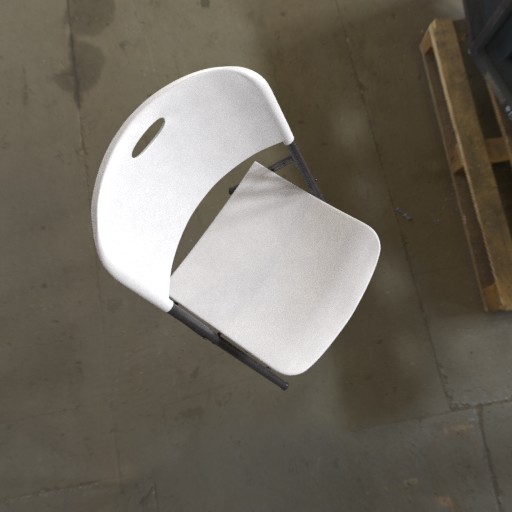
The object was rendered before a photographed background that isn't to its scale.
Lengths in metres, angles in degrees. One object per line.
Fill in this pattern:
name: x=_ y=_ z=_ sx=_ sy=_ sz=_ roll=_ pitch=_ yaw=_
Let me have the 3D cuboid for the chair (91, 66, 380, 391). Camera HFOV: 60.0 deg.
chair: x=0.000 y=0.000 z=1.149 sx=0.566 sy=0.810 sz=0.494 roll=34 pitch=79 yaw=8
